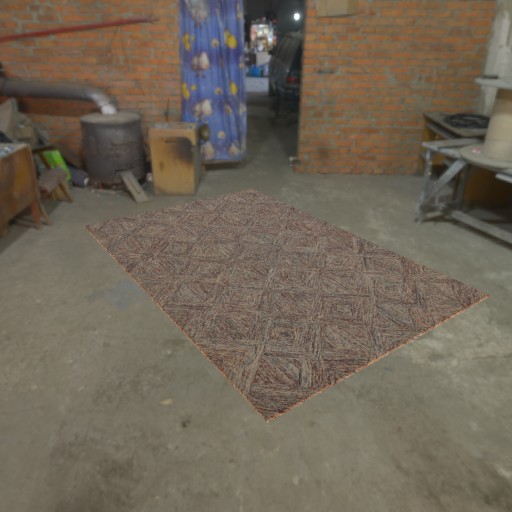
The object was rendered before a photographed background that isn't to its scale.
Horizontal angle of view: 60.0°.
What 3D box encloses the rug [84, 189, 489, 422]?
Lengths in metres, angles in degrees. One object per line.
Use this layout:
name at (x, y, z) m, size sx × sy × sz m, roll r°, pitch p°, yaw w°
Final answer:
rug at (0.000, 0.000, 2.872) m, size 1.523 × 0.019 × 2.285 m, roll -18°, pitch 32°, yaw -31°
